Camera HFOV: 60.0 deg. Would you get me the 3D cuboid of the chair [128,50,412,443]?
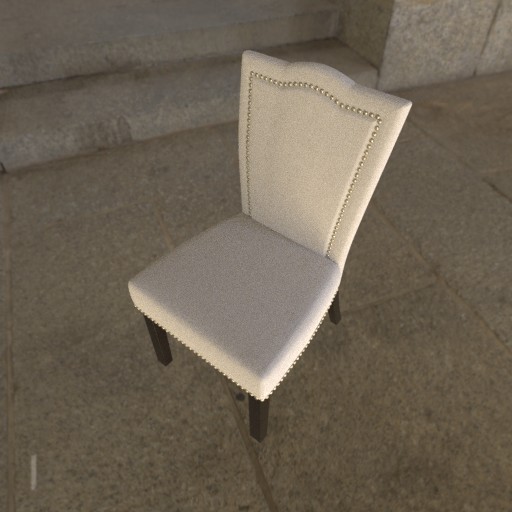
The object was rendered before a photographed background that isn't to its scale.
[{"bbox_3d":[0.000,0.000,1.298,0.518,0.946,0.589,30,53,26],"label":"chair"}]
